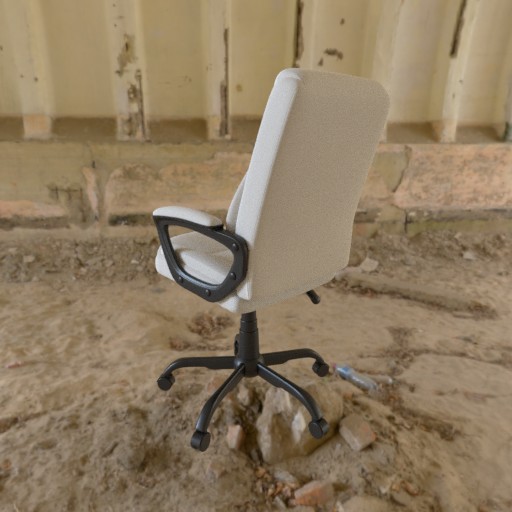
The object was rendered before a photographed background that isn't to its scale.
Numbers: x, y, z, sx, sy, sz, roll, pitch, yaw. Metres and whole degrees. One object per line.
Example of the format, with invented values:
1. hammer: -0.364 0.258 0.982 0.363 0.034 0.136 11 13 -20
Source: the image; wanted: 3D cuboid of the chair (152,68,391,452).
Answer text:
1. chair: 0.000 0.000 1.442 0.669 1.065 0.663 15 21 43
